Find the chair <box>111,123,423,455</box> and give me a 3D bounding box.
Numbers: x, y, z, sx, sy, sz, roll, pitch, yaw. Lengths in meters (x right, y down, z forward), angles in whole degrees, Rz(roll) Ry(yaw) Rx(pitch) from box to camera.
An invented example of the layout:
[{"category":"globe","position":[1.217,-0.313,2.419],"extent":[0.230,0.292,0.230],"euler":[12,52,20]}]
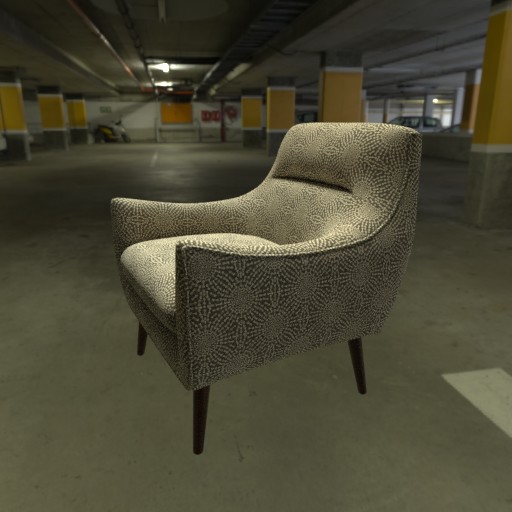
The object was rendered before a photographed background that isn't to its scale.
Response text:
[{"category":"chair","position":[0.000,0.000,1.456],"extent":[0.787,0.838,0.762],"euler":[-9,19,-27]}]
